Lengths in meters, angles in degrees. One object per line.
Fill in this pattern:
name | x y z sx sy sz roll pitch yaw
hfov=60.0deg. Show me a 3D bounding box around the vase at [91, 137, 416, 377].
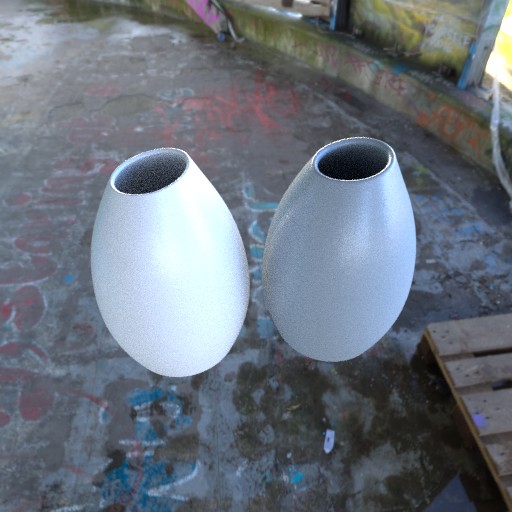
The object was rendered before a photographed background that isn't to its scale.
vase | 0.000 0.000 0.256 0.187 0.131 0.089 -4 45 -4
